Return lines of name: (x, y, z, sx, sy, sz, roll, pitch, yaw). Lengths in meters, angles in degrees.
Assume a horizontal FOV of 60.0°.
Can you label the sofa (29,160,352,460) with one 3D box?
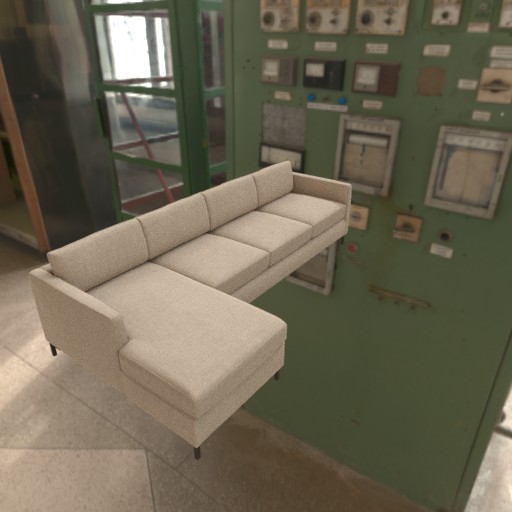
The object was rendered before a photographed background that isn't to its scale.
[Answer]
sofa: (0.000, 0.000, 3.517, 1.469, 0.816, 2.923, 19, 33, 32)
